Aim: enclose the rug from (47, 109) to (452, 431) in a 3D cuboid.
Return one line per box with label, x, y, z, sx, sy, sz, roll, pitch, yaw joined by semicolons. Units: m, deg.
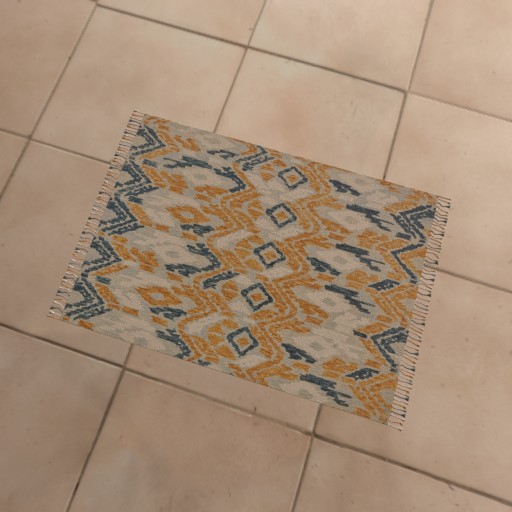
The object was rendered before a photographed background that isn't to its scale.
rug;0.000;0.000;2.300;1.827;0.008;1.230;17;77;4
